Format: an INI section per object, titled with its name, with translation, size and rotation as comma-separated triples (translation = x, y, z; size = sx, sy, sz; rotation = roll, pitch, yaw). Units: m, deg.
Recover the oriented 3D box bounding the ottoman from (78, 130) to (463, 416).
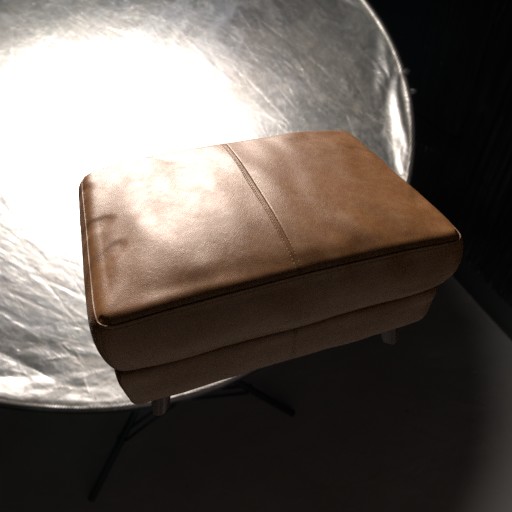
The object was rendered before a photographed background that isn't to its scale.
[ottoman]
translation = 0.000, 0.000, 1.234
size = 0.869, 0.461, 0.630
rotation = -13, 43, -14
